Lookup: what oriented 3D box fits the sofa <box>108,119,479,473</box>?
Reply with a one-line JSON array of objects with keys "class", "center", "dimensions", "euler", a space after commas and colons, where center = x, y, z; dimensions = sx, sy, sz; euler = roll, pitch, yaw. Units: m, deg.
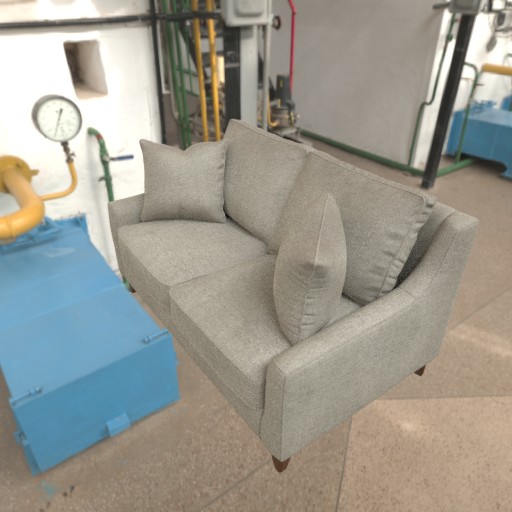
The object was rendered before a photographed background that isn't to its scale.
[{"class": "sofa", "center": [0.000, 0.000, 1.970], "dimensions": [0.915, 0.863, 1.422], "euler": [-21, 38, -30]}]
